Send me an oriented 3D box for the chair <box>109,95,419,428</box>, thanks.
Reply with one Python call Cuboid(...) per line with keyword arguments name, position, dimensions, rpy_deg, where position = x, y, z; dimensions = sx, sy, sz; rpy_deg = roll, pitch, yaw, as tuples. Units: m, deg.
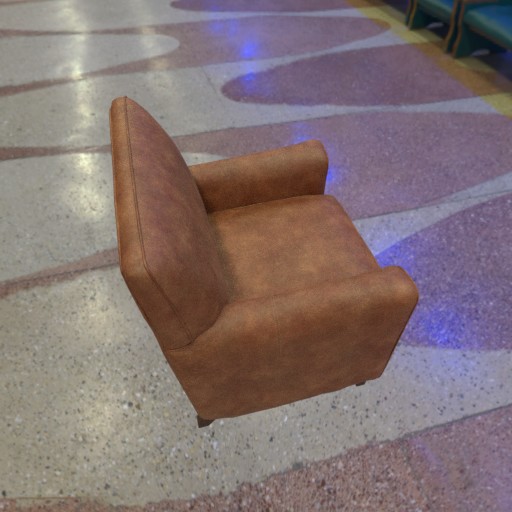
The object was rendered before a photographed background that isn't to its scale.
Cuboid(name="chair", position=(0.000, 0.000, 1.616), dimensions=(0.823, 0.943, 0.870), rpy_deg=(-11, 48, -10))
